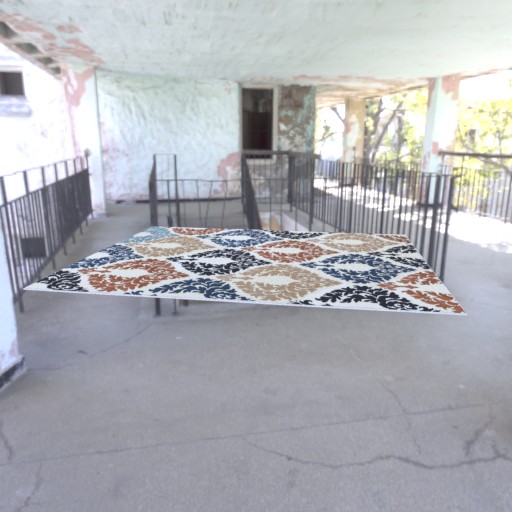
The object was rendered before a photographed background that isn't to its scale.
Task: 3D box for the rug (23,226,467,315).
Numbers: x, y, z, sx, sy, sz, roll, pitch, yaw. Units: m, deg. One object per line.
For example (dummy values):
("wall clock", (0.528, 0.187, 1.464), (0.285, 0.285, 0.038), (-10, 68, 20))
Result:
("rug", (0.000, 0.000, 4.119), (3.040, 0.014, 2.423), (2, 15, 9))
